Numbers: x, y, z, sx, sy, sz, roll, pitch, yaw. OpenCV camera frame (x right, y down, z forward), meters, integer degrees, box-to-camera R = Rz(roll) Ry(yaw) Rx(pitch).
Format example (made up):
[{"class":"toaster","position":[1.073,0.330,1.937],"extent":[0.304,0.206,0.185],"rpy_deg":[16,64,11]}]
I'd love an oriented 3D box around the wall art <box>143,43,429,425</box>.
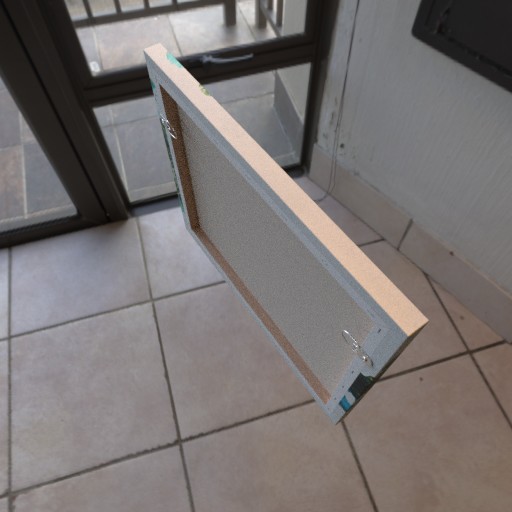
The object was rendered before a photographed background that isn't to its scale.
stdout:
[{"class":"wall art","position":[0.000,0.000,0.971],"extent":[0.043,0.610,0.711],"rpy_deg":[-31,64,-17]}]
